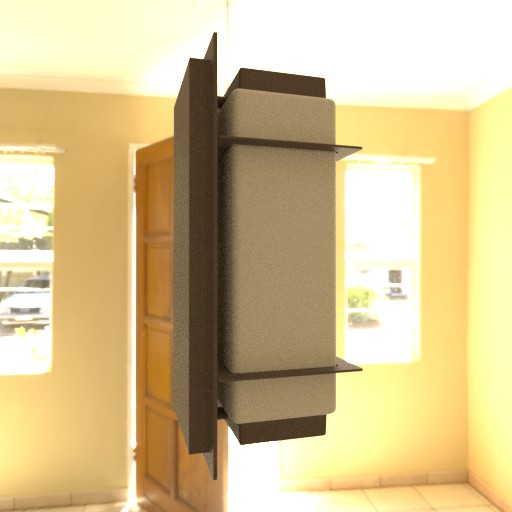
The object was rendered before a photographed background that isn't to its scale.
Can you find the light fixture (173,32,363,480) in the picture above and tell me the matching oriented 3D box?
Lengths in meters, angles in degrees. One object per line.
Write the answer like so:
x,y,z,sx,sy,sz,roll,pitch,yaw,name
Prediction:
0.000,0.000,0.430,0.146,0.347,0.153,0,-1,-16,light fixture
